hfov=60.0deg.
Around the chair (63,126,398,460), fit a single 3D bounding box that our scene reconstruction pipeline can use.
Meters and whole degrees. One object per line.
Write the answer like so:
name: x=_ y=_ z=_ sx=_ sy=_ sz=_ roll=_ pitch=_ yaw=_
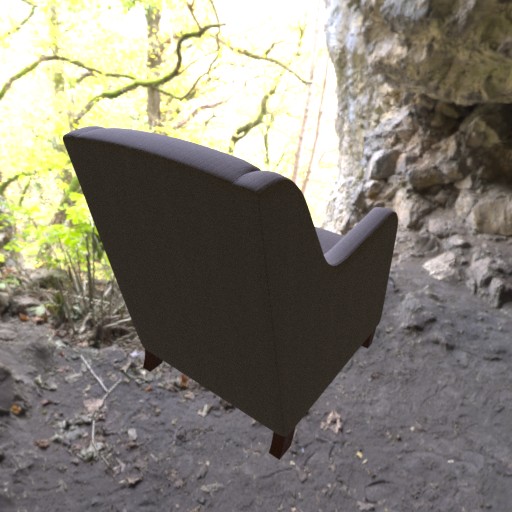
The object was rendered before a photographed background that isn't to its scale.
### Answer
chair: x=0.000 y=0.000 z=1.593 sx=0.715 sy=1.017 sz=0.890 roll=22 pitch=37 yaw=32
